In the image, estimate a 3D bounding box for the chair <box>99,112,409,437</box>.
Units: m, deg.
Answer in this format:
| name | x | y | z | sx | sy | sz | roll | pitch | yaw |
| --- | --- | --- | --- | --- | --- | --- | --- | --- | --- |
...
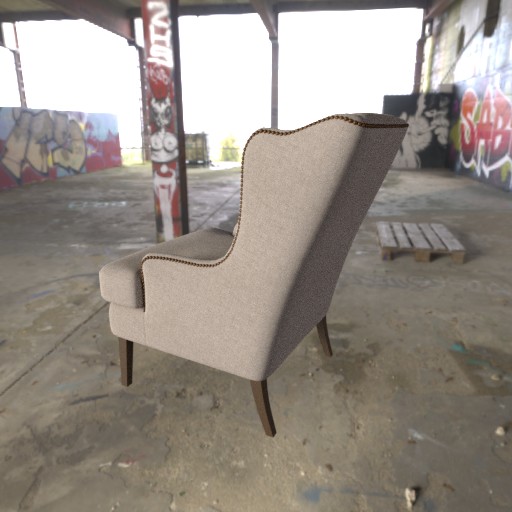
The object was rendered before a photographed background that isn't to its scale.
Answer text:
| name | x | y | z | sx | sy | sz | roll | pitch | yaw |
| --- | --- | --- | --- | --- | --- | --- | --- | --- | --- |
| chair | 0.000 | 0.000 | 1.688 | 0.940 | 1.029 | 0.737 | 8 | 18 | 26 |
